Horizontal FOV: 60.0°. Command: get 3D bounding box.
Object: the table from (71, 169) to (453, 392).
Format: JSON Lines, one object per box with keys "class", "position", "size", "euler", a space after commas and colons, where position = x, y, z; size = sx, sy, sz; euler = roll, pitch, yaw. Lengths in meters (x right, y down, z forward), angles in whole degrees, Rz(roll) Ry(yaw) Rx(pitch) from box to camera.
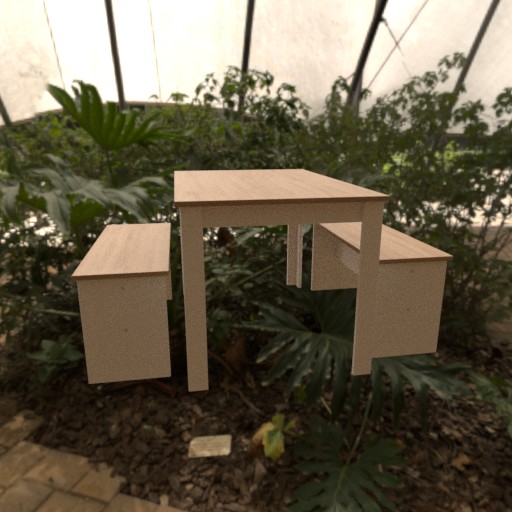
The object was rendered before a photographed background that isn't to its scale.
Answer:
{"class": "table", "position": [0.000, 0.000, 2.075], "size": [1.443, 0.700, 1.100], "euler": [-3, 16, -10]}
